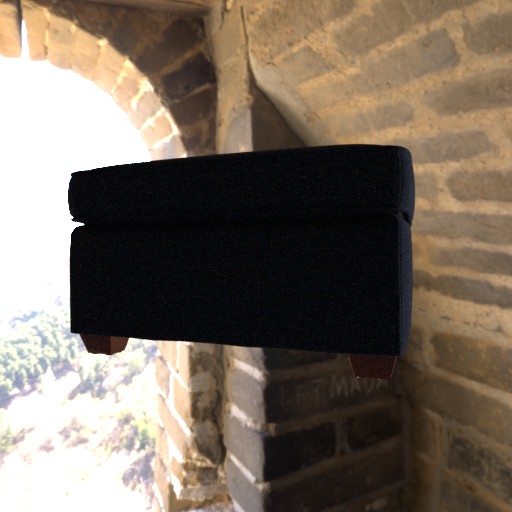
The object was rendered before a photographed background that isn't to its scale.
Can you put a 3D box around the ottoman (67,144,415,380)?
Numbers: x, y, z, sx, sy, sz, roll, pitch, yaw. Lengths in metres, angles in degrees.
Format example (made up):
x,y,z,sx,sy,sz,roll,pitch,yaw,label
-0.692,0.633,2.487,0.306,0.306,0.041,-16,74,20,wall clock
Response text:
x,y,z,sx,sy,sz,roll,pitch,yaw,label
0.000,0.000,1.108,0.749,0.450,0.549,0,0,20,ottoman
